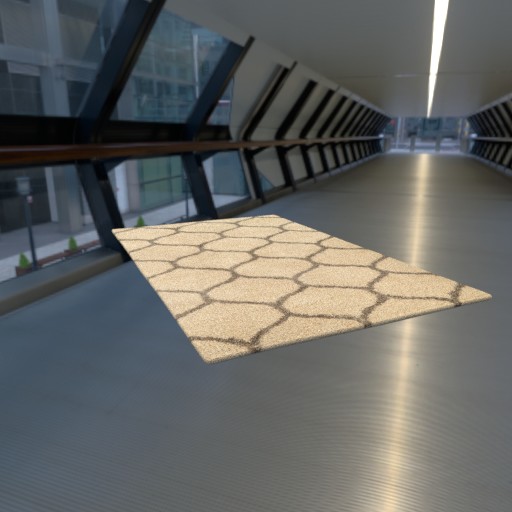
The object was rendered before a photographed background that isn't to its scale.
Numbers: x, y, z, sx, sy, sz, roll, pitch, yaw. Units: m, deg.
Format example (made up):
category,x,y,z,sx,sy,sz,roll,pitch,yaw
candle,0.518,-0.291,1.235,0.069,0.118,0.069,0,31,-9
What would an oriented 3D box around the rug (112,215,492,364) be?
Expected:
category,x,y,z,sx,sy,sz,roll,pitch,yaw
rug,0.000,0.000,2.904,1.501,0.024,2.348,-7,18,-24
